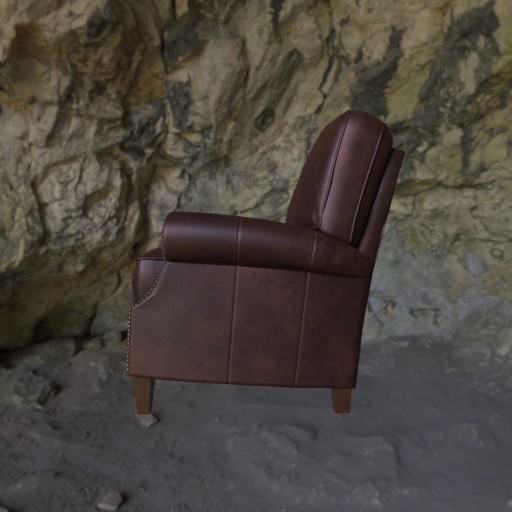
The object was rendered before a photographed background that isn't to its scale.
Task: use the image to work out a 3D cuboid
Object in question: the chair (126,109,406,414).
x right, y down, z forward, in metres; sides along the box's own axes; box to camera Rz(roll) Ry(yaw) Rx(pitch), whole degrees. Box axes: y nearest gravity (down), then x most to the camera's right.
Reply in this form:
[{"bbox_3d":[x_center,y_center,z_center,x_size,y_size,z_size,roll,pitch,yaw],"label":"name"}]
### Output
[{"bbox_3d":[0.000,0.000,1.784,0.986,1.018,0.936,0,0,1],"label":"chair"}]
